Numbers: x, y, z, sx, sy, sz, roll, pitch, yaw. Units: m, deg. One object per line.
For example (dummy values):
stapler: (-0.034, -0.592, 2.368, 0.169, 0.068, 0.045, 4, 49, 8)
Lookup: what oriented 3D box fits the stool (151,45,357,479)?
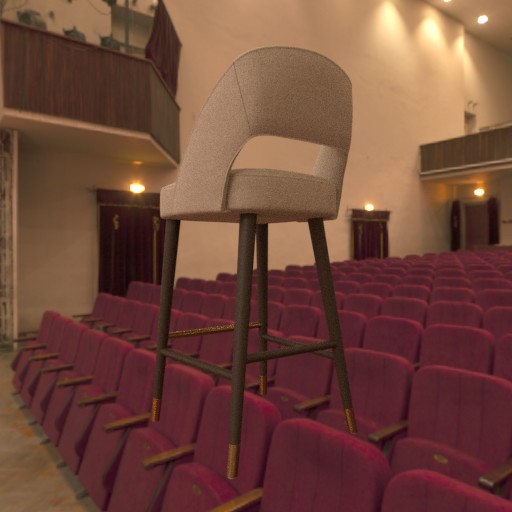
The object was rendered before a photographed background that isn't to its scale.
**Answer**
stool: (0.000, 0.000, 1.320, 0.494, 1.037, 0.509, -1, 1, -37)
